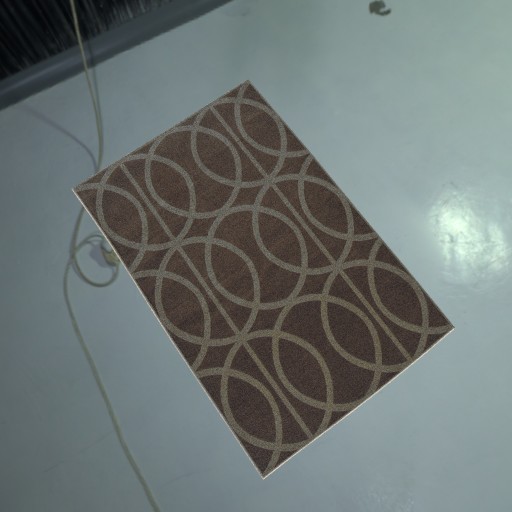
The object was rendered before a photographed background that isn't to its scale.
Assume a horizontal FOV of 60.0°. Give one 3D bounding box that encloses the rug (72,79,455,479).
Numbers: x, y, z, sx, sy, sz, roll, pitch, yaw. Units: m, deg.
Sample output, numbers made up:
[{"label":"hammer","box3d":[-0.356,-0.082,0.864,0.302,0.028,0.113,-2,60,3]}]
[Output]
[{"label":"rug","box3d":[0.000,0.000,2.963,1.526,0.014,2.290,-35,78,-9]}]
